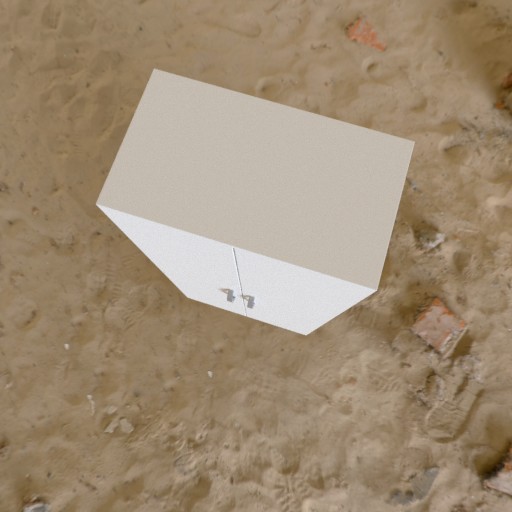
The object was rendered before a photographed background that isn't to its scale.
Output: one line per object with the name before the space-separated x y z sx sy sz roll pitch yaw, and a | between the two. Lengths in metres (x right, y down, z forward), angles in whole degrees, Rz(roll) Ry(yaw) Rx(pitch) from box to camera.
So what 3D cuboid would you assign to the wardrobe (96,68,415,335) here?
wardrobe | 0.000 0.000 2.006 0.760 1.700 0.470 17 77 4
